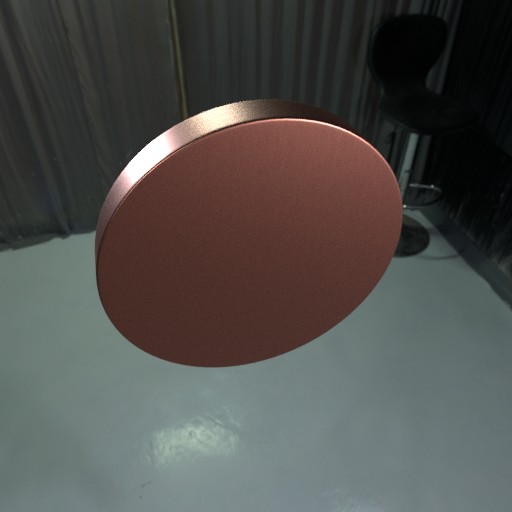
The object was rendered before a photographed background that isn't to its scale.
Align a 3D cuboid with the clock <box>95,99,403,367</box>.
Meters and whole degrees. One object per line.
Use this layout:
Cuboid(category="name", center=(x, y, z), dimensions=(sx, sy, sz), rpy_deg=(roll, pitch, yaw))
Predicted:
Cuboid(category="clock", center=(0.000, 0.000, 0.460), dimensions=(0.313, 0.313, 0.040), rpy_deg=(-11, 42, -13))
